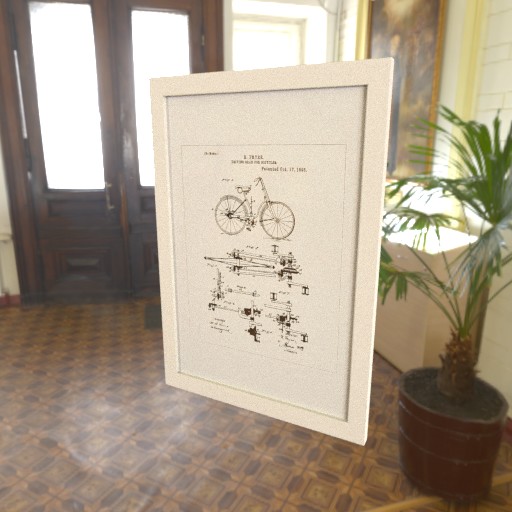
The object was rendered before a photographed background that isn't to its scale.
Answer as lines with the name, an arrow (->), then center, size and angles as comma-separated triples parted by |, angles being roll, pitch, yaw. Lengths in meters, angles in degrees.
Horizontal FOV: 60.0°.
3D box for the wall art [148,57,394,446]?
wall art -> 0.000, 0.000, 0.609 | 0.332, 0.477, 0.015 | 7, 16, 27
